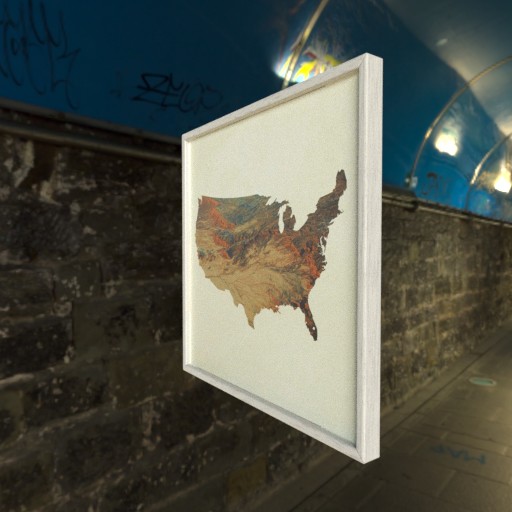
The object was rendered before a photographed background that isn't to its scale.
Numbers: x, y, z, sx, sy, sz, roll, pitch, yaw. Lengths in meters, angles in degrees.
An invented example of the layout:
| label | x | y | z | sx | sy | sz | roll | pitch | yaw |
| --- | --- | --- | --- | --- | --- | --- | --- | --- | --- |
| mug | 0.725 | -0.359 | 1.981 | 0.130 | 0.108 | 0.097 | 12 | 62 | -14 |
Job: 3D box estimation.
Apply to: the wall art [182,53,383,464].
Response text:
| label | x | y | z | sx | sy | sz | roll | pitch | yaw |
| --- | --- | --- | --- | --- | --- | --- | --- | --- | --- |
| wall art | 0.000 | 0.000 | 1.929 | 0.078 | 1.288 | 1.287 | -1 | 2 | -35 |
